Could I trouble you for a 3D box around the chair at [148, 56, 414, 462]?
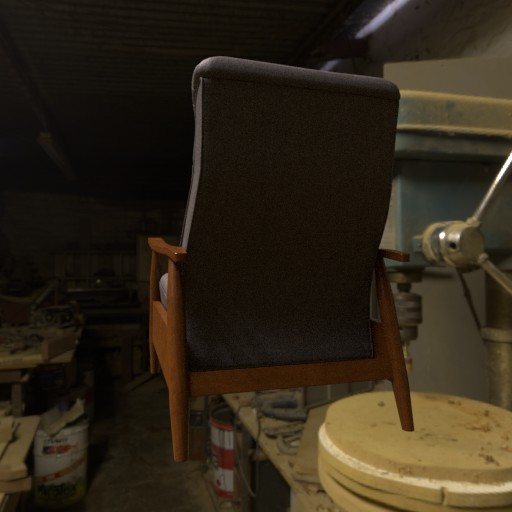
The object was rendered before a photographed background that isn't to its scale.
[{"bbox_3d":[0.000,0.000,1.728,0.762,1.081,1.014,0,0,-17],"label":"chair"}]
